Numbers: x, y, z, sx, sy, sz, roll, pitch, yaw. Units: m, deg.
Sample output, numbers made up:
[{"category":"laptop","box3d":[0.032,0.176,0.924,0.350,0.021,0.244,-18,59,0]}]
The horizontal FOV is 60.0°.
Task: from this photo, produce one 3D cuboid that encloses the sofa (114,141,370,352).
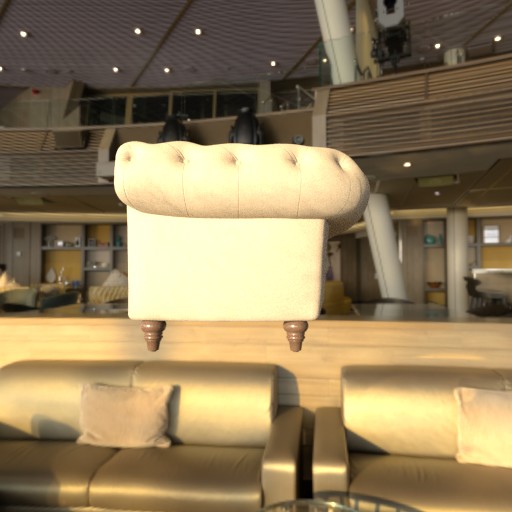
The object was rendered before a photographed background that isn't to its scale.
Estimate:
[{"category":"sofa","box3d":[0.000,0.000,2.576,1.069,0.835,1.988,0,-2,0]}]
